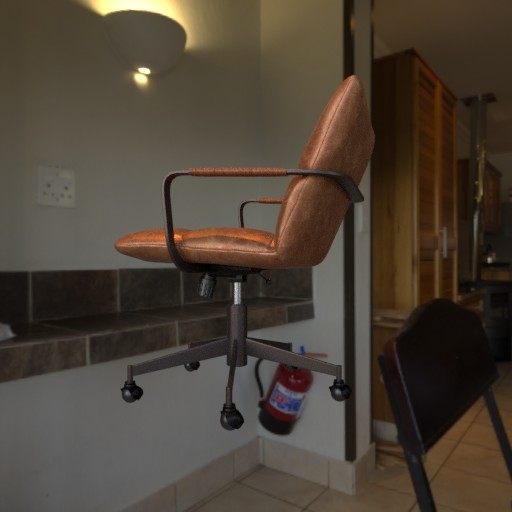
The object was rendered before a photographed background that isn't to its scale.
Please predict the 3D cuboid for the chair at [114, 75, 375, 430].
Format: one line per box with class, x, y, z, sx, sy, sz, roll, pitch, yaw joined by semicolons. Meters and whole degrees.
chair;0.000;0.000;1.486;0.754;0.922;0.727;0;-1;18
